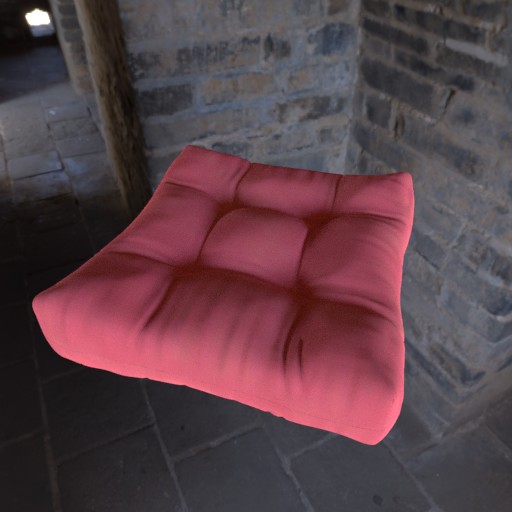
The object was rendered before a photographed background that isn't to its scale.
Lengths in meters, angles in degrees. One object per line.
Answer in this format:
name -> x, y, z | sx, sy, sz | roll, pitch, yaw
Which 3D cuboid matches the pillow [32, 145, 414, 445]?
pillow -> 0.000, 0.000, 0.701 | 0.468, 0.128, 0.490 | 11, 41, 13
